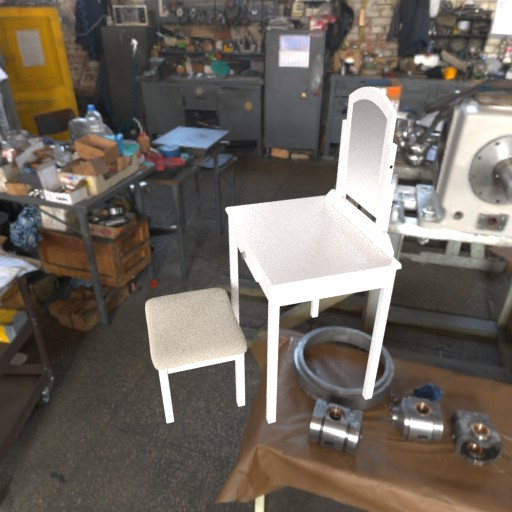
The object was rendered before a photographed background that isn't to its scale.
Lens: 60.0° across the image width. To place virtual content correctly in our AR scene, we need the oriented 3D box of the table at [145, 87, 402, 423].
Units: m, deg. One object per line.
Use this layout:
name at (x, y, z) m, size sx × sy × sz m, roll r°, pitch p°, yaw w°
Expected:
table at (0.000, 0.000, 2.341) m, size 1.211 × 1.631 × 0.876 m, roll -9°, pitch 32°, yaw -14°
